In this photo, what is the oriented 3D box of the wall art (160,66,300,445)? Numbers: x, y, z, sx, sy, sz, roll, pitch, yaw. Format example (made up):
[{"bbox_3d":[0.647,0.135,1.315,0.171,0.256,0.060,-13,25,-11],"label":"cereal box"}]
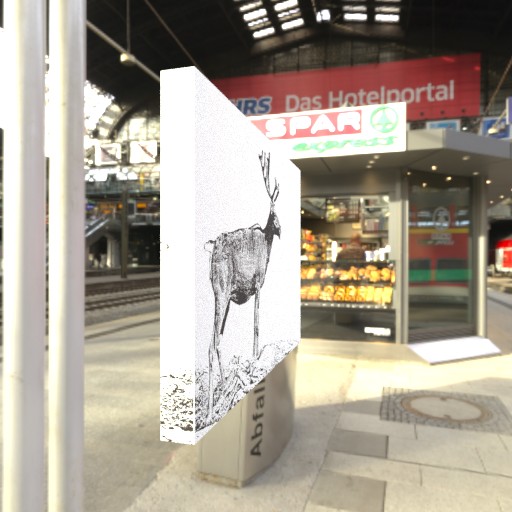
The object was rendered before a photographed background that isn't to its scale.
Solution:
[{"bbox_3d":[0.000,0.000,0.781,0.042,0.414,0.608,0,0,17],"label":"wall art"}]
